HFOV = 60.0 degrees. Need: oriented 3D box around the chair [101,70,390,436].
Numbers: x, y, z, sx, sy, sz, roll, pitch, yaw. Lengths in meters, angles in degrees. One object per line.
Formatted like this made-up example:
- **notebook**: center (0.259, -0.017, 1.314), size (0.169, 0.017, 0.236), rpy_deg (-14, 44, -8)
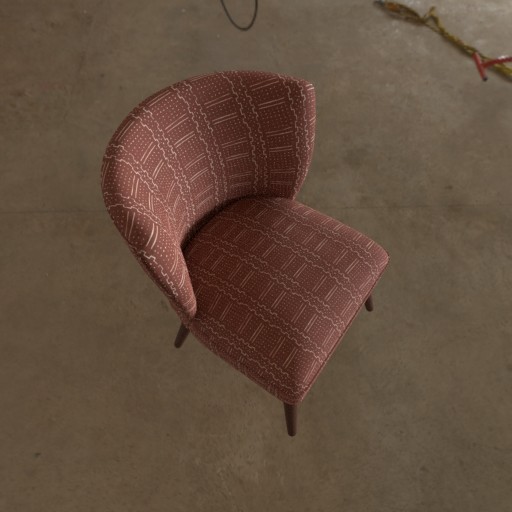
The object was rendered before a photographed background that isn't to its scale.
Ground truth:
- **chair**: center (0.000, 0.000, 1.416), size (0.758, 0.866, 0.706), rpy_deg (31, 63, 18)
